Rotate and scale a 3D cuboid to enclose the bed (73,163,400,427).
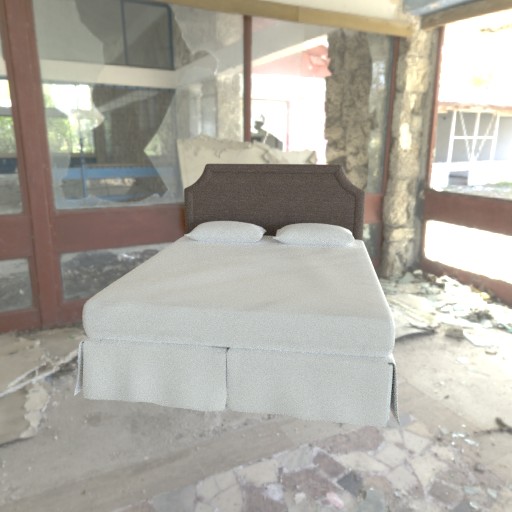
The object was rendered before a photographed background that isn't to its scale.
[{"bbox_3d":[0.000,0.000,4.204,2.350,1.590,2.773,2,14,8],"label":"bed"}]
